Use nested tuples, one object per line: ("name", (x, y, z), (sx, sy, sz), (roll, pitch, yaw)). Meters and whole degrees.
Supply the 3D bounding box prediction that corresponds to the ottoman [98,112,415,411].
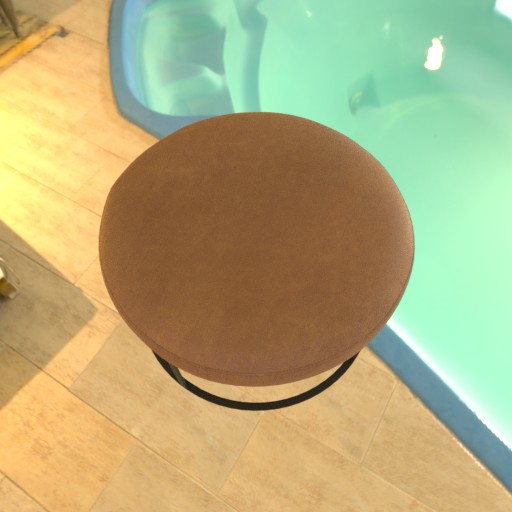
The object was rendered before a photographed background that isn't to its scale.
("ottoman", (0.000, 0.000, 1.231), (0.771, 0.460, 0.771), (0, 59, 0))
